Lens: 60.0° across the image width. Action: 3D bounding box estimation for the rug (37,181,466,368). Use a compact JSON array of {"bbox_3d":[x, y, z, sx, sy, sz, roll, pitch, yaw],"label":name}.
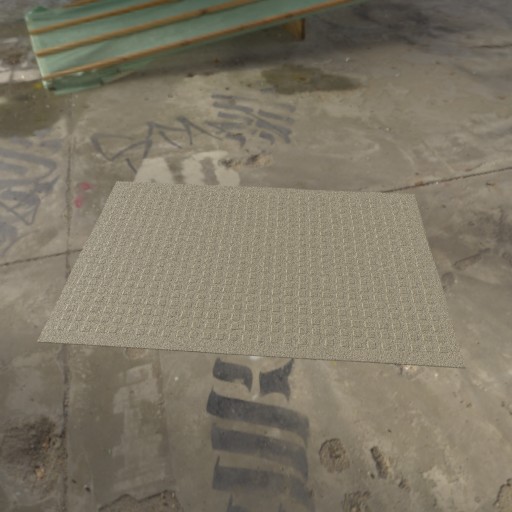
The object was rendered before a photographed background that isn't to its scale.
[{"bbox_3d":[0.000,0.000,2.196,1.747,0.006,1.143,3,45,3],"label":"rug"}]
